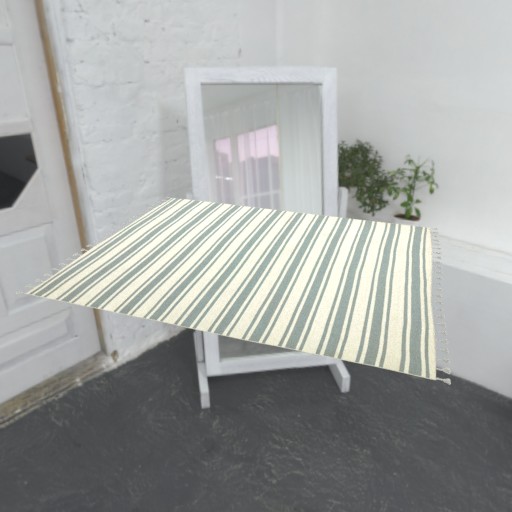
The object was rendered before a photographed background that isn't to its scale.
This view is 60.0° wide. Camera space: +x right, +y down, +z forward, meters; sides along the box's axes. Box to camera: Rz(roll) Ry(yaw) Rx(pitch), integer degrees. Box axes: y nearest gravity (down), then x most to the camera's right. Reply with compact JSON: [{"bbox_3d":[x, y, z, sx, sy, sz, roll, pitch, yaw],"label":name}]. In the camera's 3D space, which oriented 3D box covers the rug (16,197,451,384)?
[{"bbox_3d":[0.000,0.000,4.030,3.201,0.005,2.439,9,28,17],"label":"rug"}]
